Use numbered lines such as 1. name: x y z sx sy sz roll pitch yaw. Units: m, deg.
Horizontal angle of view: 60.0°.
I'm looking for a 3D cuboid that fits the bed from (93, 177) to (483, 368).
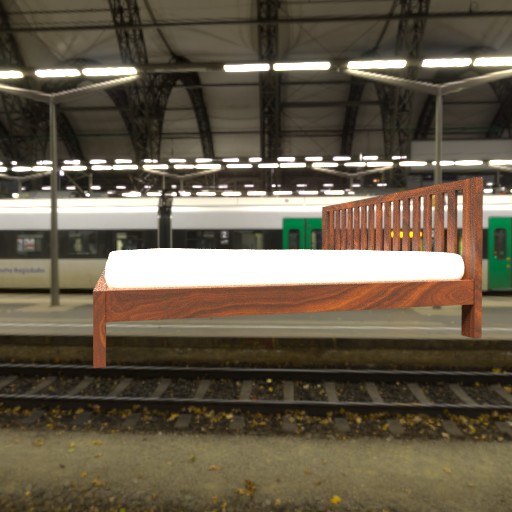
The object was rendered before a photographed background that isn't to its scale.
1. bed: 0.000 0.000 3.060 2.030 0.890 1.905 0 1 -18
